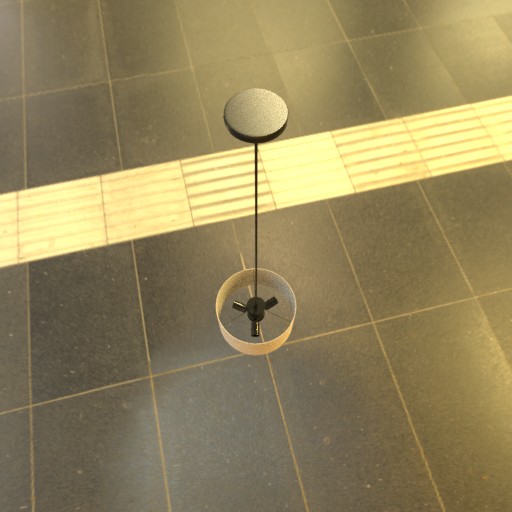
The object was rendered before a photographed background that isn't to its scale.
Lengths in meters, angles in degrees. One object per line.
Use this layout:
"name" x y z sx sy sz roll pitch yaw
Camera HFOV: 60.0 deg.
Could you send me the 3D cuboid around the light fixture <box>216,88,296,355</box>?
"light fixture" 0.000 0.000 1.709 0.399 1.516 0.399 0 64 0
